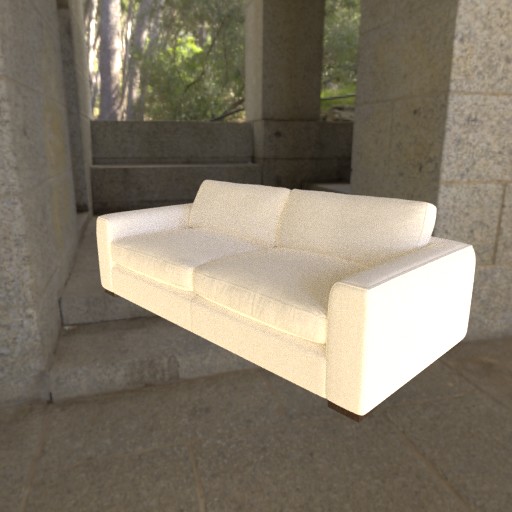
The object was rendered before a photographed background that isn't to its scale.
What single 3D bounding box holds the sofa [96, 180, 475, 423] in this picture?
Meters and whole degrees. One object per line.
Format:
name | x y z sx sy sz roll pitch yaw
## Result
sofa | 0.000 0.000 2.775 1.070 0.801 2.262 -14 21 -43
